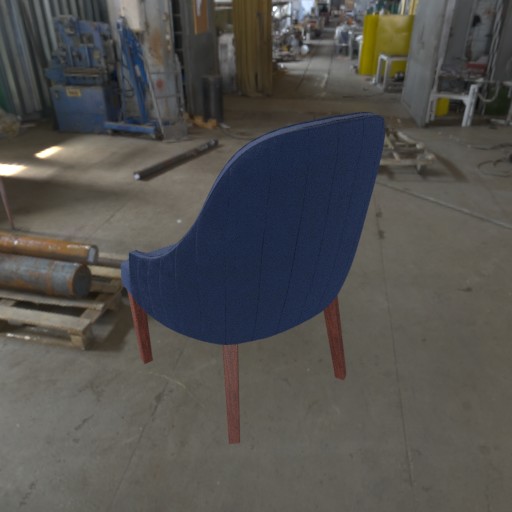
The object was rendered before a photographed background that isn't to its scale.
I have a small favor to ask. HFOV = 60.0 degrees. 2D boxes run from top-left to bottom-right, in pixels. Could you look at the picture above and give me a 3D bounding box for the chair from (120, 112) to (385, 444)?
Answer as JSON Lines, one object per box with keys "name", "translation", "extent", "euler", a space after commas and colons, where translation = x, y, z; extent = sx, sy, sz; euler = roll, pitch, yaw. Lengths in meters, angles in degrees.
{"name": "chair", "translation": [0.000, 0.000, 1.286], "extent": [0.643, 0.889, 0.575], "euler": [-20, 36, -30]}
